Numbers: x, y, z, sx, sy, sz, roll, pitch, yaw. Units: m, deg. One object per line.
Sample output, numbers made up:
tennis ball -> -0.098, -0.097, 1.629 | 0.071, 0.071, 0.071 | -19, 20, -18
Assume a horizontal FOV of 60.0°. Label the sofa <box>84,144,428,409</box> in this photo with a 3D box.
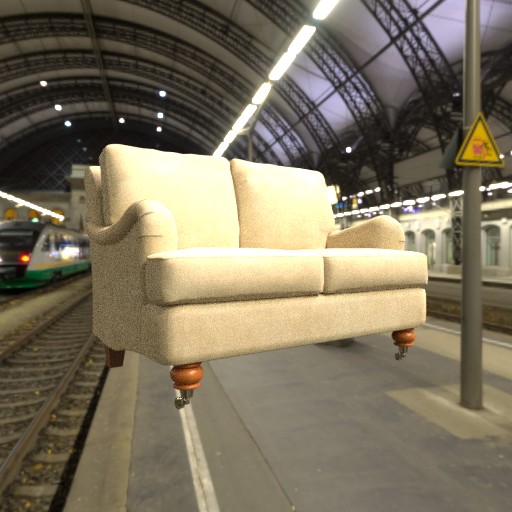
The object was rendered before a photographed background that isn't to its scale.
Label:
sofa -> 0.000, 0.000, 2.272 | 1.498, 1.087, 1.086 | 0, 1, -35
